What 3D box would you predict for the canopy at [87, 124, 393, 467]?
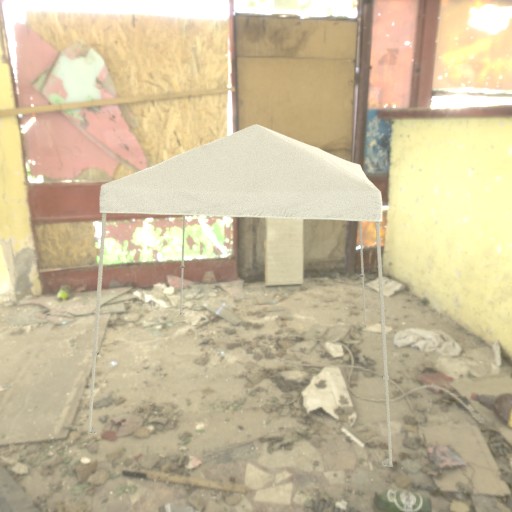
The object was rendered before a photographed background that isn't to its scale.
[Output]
[{"bbox_3d":[0.000,0.000,6.316,3.599,3.600,3.600,3,17,8],"label":"canopy"}]
